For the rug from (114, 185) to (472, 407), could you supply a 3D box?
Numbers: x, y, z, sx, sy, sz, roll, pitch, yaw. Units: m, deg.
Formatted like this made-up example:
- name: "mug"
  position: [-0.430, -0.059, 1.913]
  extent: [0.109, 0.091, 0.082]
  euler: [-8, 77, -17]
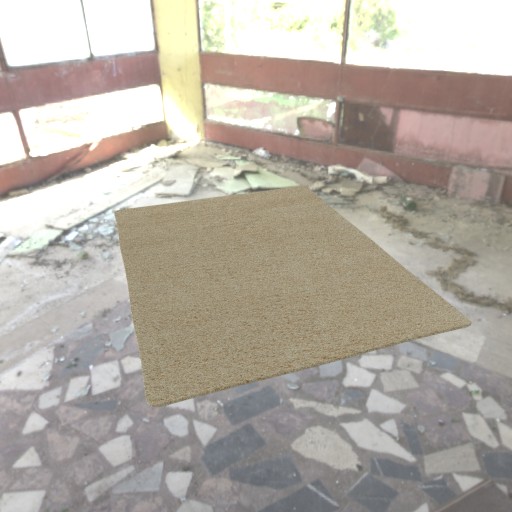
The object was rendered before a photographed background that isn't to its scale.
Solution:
- name: "rug"
  position: [0.000, 0.000, 4.191]
  extent: [2.401, 0.025, 3.001]
  euler: [-10, 32, -17]
